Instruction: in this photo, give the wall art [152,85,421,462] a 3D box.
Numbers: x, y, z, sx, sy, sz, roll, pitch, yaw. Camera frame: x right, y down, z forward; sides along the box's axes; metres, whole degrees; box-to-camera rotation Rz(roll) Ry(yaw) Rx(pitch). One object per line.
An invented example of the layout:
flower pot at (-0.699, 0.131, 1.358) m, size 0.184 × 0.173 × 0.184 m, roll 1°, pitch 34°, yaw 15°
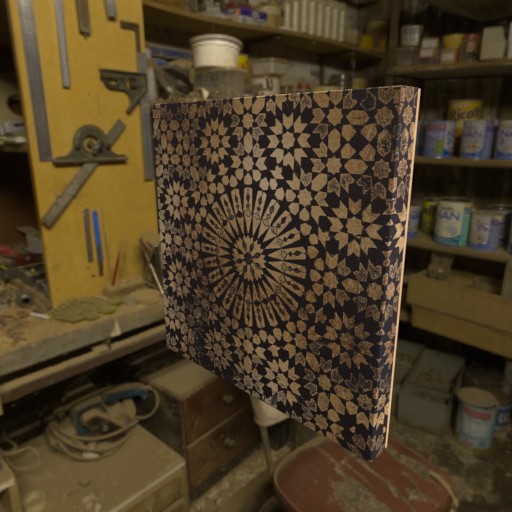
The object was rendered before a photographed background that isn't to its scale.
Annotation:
wall art at (0.000, 0.000, 0.602) m, size 0.405 × 0.405 × 0.038 m, roll 15°, pitch 21°, yaw 42°
